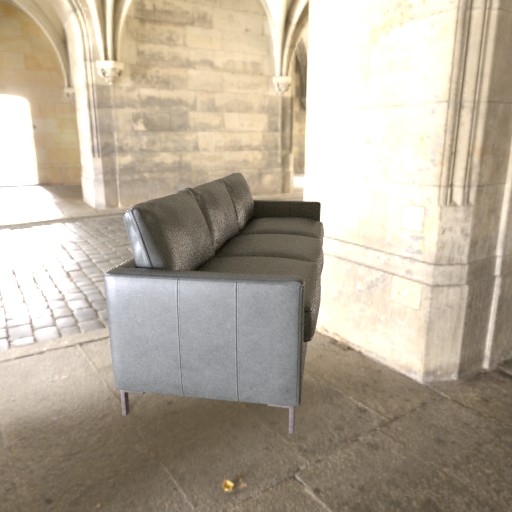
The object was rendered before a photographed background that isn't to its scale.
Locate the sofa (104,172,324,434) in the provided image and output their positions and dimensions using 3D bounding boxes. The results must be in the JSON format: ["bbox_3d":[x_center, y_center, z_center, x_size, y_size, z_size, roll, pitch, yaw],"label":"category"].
[{"bbox_3d":[0.000,0.000,2.468,0.748,0.805,2.029,2,15,9],"label":"sofa"}]
